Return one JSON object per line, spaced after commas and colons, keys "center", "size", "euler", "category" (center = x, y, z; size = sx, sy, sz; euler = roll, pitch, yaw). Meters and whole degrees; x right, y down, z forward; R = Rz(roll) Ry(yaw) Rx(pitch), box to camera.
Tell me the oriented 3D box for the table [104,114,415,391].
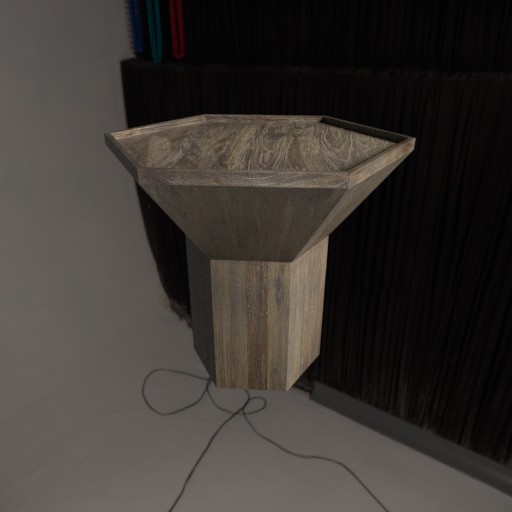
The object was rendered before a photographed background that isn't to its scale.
{"center": [0.000, 0.000, 1.098], "size": [0.592, 0.586, 0.683], "euler": [17, 30, 30], "category": "table"}
